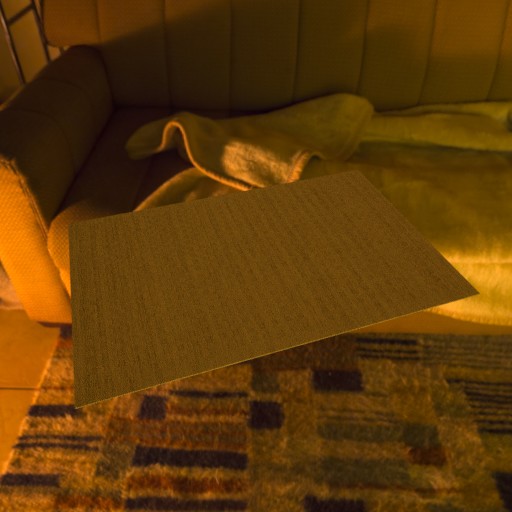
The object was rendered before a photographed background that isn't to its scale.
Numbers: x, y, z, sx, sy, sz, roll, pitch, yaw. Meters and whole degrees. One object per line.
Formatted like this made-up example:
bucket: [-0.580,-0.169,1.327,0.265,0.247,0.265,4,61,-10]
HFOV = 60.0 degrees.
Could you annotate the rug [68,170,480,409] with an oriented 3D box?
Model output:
rug: [0.000,0.000,2.199,1.752,0.006,1.142,-13,43,-14]
